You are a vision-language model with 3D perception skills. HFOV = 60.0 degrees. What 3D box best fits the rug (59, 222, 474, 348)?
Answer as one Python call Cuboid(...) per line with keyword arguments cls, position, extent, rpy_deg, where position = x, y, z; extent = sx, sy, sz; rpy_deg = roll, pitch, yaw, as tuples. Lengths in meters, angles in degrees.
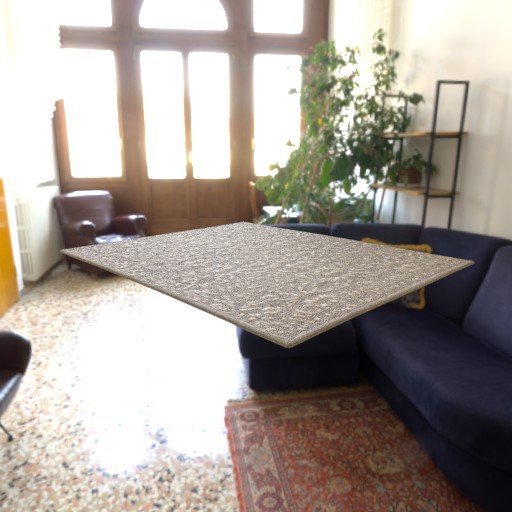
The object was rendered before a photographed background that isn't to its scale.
Cuboid(cls="rug", position=(0.000, 0.000, 4.128), extent=(2.472, 0.035, 3.017), rpy_deg=(-13, 19, -43))
